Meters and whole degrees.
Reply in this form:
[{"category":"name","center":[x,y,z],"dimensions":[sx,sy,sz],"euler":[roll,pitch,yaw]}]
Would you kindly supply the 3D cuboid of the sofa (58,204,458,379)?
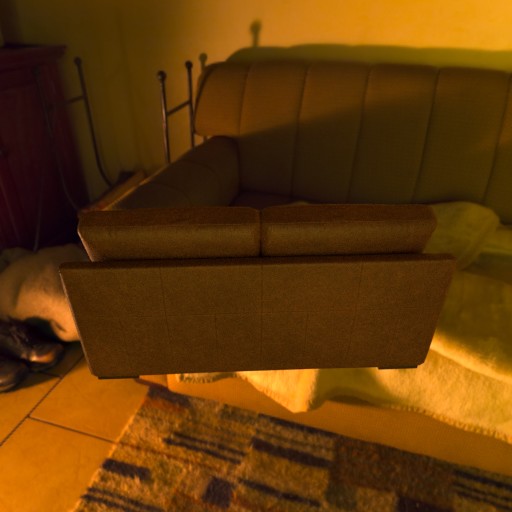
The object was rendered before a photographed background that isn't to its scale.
[{"category":"sofa","center":[0.000,0.000,2.599],"dimensions":[1.880,0.939,1.143],"euler":[-1,30,-2]}]
